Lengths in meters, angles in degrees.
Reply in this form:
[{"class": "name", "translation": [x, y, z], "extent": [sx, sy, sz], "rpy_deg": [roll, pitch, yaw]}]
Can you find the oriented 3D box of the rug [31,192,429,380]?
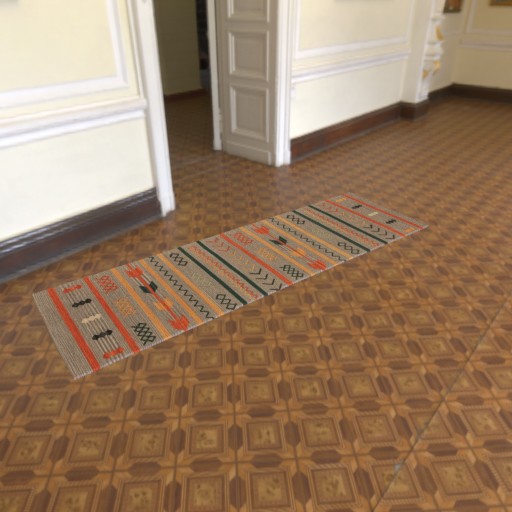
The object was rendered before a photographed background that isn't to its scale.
[{"class": "rug", "translation": [0.000, 0.000, 2.699], "extent": [2.419, 0.022, 0.744], "rpy_deg": [-20, 36, -31]}]
